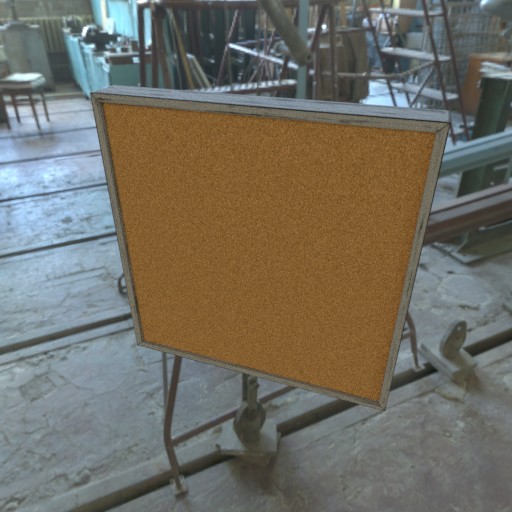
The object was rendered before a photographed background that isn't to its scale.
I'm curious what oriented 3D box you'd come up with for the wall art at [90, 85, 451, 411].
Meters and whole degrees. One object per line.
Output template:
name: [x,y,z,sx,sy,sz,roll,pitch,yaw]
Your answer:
wall art: [0.000,0.000,0.448,0.303,0.303,0.036,10,33,16]
